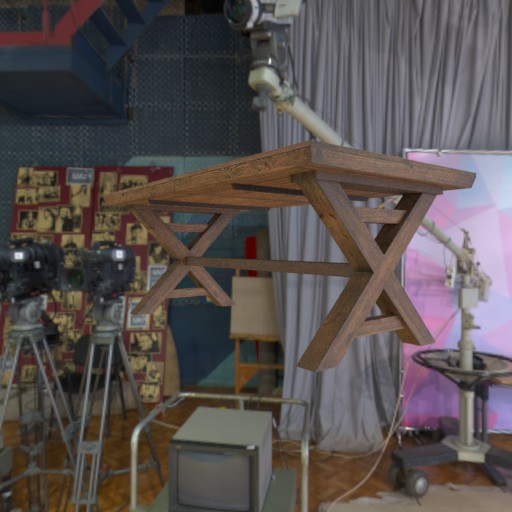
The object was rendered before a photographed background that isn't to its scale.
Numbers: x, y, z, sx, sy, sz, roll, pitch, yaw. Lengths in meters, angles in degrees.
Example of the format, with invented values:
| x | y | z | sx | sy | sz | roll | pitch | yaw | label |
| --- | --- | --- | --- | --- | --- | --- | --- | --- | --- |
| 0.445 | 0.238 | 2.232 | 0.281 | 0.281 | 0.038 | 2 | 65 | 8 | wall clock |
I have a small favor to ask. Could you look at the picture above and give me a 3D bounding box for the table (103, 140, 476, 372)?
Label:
| x | y | z | sx | sy | sz | roll | pitch | yaw | label |
| --- | --- | --- | --- | --- | --- | --- | --- | --- | --- |
| 0.000 | 0.000 | 2.522 | 1.071 | 0.793 | 1.966 | -1 | 2 | -37 | table |
